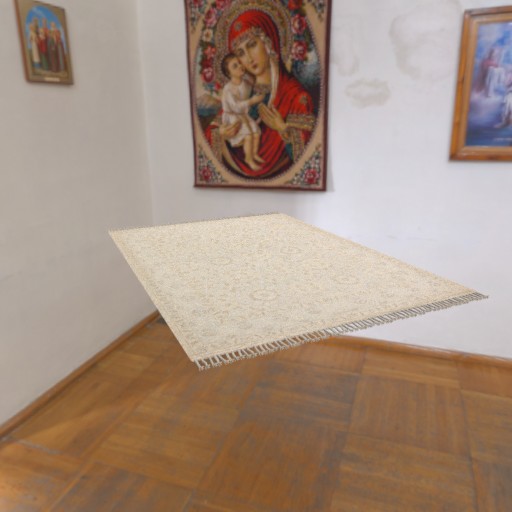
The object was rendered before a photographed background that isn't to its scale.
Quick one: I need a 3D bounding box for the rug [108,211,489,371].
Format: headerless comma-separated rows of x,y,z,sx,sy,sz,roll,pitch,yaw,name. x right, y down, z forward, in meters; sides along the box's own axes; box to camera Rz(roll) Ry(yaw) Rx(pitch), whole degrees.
0.000,0.000,2.280,1.223,0.015,1.771,-8,20,-24,rug
